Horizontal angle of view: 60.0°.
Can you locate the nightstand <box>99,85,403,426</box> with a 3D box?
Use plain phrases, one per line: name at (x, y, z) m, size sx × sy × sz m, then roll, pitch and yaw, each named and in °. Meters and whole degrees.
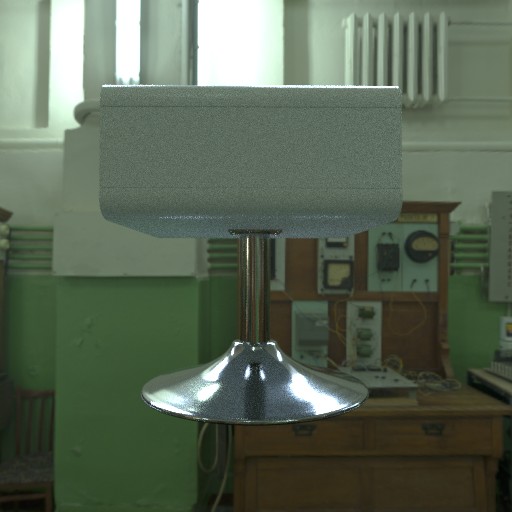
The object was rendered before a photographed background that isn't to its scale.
nightstand at (0.000, 0.000, 0.761) m, size 0.404 × 0.447 × 0.399 m, roll 0°, pitch -2°, yaw -1°
